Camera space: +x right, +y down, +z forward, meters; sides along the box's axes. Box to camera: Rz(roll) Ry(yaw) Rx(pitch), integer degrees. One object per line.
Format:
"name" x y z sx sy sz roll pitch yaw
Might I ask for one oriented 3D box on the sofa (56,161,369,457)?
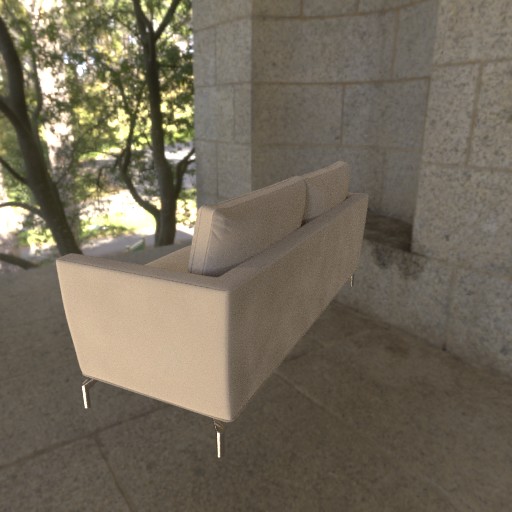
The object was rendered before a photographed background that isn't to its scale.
"sofa" 0.000 0.000 2.708 0.868 1.005 2.214 8 19 25
